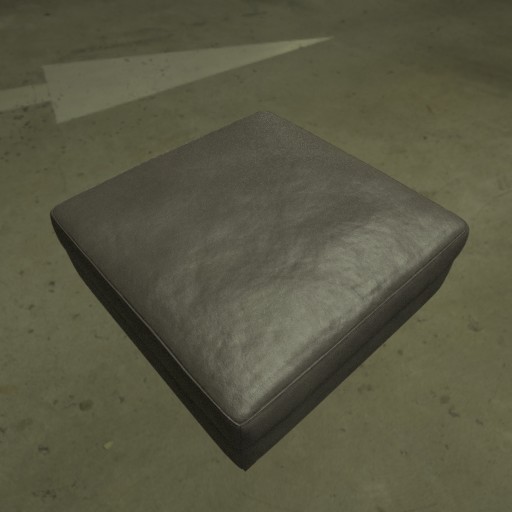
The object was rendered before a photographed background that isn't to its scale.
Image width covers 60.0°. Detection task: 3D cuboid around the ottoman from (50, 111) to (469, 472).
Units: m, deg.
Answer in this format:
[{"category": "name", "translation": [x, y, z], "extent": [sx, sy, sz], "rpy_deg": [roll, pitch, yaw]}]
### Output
[{"category": "ottoman", "translation": [0.000, 0.000, 1.295], "extent": [0.836, 0.415, 0.844], "rpy_deg": [-33, 56, -27]}]
